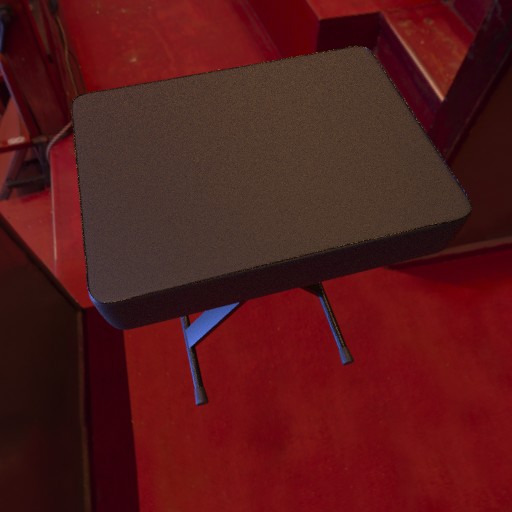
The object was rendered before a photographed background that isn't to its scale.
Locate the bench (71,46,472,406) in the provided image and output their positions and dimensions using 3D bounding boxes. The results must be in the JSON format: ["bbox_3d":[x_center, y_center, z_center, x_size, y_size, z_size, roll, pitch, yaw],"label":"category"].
[{"bbox_3d":[0.000,0.000,0.749,0.424,0.500,0.321,-13,60,-8],"label":"bench"}]
